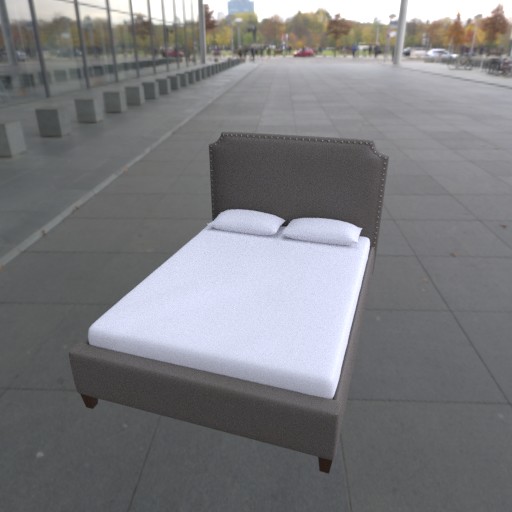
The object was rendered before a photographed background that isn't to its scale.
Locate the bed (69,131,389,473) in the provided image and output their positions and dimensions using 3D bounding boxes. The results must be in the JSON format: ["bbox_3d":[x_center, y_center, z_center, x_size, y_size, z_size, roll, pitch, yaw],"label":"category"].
[{"bbox_3d":[0.000,0.000,3.405,1.712,1.443,2.372,8,26,16],"label":"bed"}]
